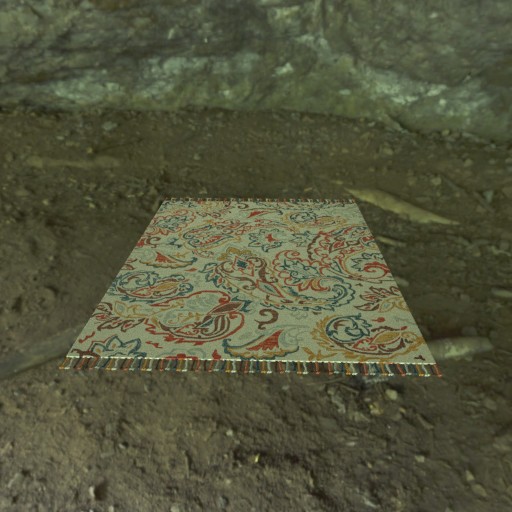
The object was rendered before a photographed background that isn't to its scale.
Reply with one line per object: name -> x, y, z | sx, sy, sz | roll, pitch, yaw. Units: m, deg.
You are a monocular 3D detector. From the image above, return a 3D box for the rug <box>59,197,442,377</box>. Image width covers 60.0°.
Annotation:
rug -> 0.000, 0.000, 4.277 | 2.439, 0.015, 3.274 | 1, 27, 2
